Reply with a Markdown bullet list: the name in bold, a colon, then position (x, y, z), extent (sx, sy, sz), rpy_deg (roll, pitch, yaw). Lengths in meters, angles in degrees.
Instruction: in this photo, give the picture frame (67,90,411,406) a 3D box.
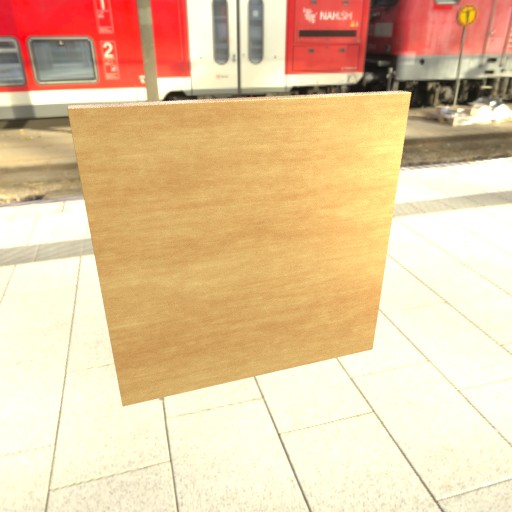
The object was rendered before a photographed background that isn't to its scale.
- **picture frame**: position (0.000, 0.000, 1.126), extent (0.758, 0.761, 0.037), rpy_deg (-9, 28, -16)
